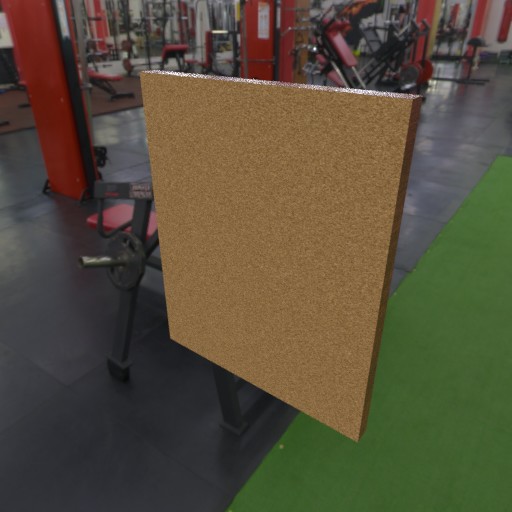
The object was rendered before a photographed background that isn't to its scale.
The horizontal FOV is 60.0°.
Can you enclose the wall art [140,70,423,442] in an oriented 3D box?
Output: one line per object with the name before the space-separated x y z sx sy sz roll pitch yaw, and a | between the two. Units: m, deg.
wall art | 0.000 0.000 0.768 0.467 0.567 0.033 20 34 32
